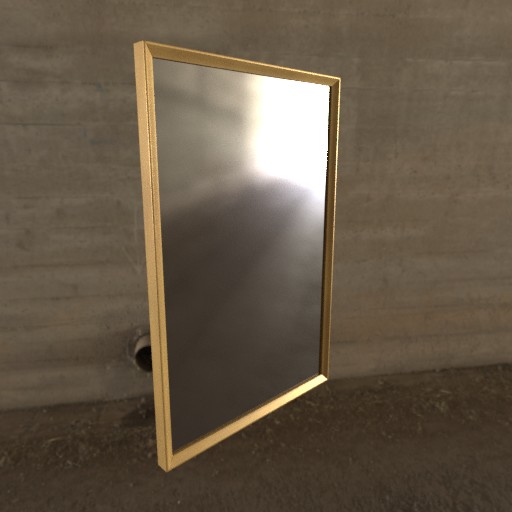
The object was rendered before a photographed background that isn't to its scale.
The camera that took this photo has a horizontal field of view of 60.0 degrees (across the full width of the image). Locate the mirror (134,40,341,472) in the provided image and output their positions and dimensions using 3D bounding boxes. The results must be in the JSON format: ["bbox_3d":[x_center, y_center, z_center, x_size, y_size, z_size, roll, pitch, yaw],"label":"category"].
[{"bbox_3d":[0.000,0.000,1.132,0.609,0.915,0.041,-13,18,-43],"label":"mirror"}]
